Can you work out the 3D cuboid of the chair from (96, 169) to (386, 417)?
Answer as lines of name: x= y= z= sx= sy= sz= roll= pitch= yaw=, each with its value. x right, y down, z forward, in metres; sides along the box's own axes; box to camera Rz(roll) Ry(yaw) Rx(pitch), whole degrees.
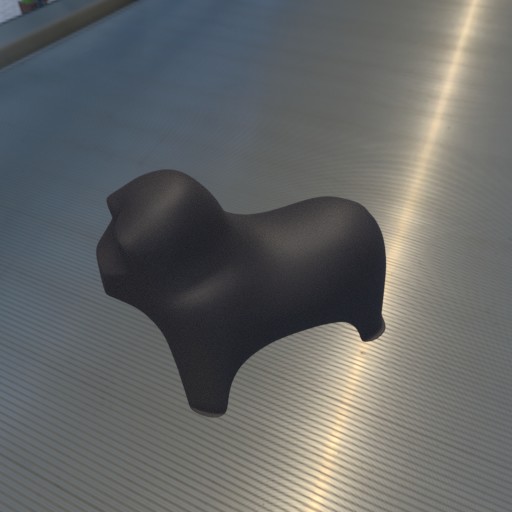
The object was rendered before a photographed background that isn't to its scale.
chair: x=0.000 y=0.000 z=1.158 sx=0.758 sy=0.600 sz=0.490 roll=-16 pitch=49 yaw=-15
